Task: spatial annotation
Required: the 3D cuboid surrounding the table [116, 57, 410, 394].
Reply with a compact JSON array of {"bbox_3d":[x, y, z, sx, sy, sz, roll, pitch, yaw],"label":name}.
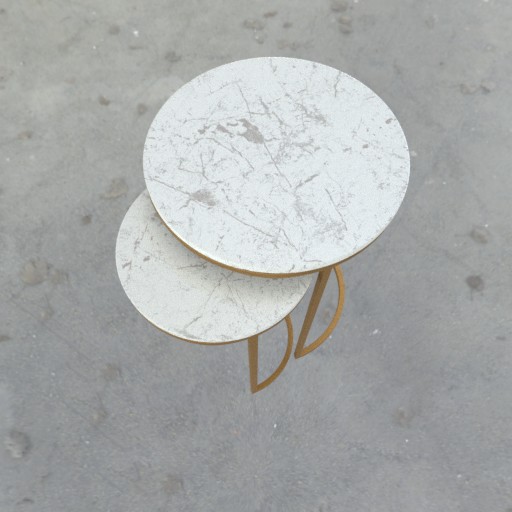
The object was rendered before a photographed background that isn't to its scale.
[{"bbox_3d":[0.000,0.000,0.896,0.400,0.550,0.507,32,68,15],"label":"table"}]
